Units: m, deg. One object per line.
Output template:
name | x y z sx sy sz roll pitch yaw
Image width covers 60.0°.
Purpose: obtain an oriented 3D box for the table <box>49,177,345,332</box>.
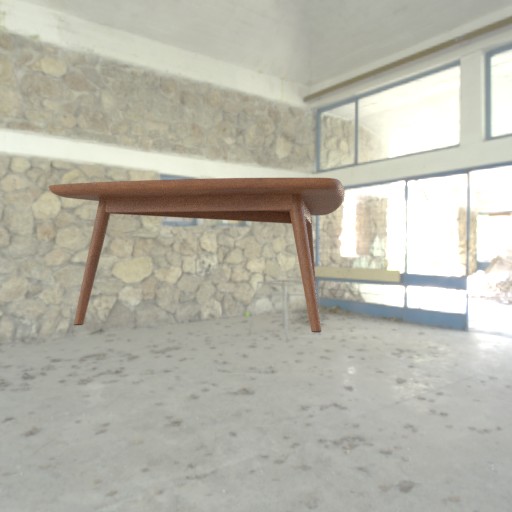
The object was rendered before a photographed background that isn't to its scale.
table | 0.000 0.000 1.270 1.008 0.365 0.601 0 0 -37
